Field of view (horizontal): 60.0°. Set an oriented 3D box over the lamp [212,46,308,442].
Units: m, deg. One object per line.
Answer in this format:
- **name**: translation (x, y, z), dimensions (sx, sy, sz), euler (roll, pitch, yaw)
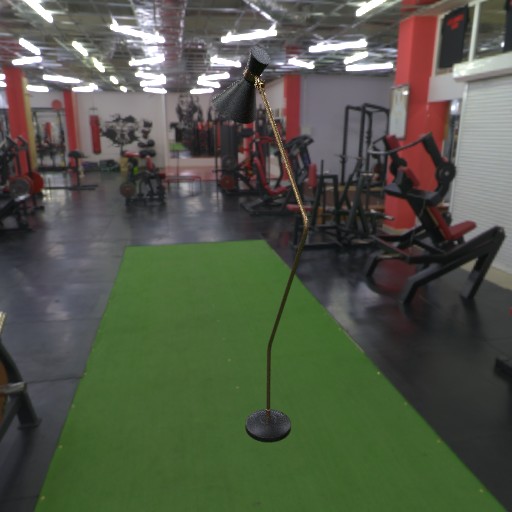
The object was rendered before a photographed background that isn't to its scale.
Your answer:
- **lamp**: translation (0.000, 0.000, 1.638), dimensions (0.277, 1.438, 0.467), euler (-2, 16, -8)
